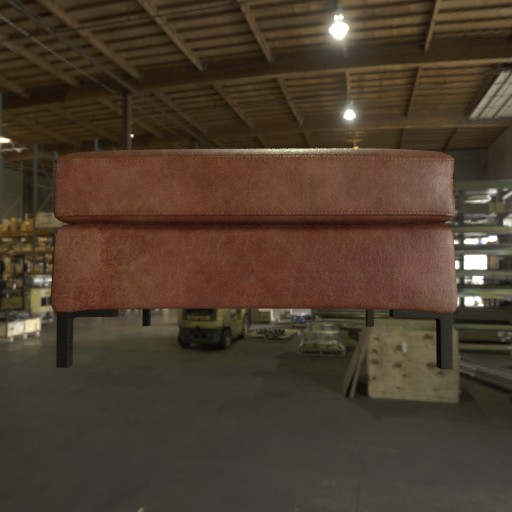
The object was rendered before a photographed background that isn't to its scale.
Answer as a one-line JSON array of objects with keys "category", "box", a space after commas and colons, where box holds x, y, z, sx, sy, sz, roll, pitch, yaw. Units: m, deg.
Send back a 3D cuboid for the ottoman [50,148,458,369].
[{"category": "ottoman", "box": [0.000, 0.000, 1.739, 1.186, 0.667, 0.965, 0, -1, 1]}]
